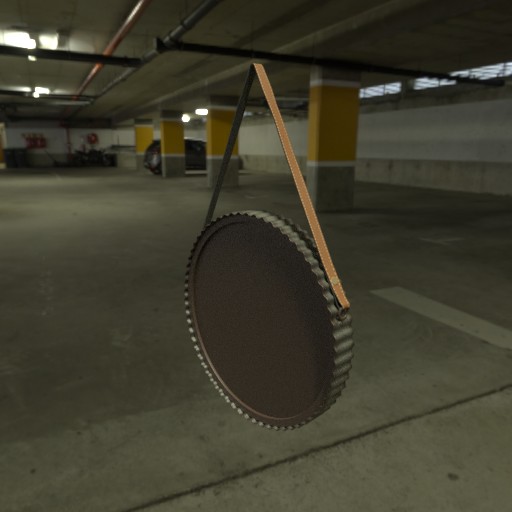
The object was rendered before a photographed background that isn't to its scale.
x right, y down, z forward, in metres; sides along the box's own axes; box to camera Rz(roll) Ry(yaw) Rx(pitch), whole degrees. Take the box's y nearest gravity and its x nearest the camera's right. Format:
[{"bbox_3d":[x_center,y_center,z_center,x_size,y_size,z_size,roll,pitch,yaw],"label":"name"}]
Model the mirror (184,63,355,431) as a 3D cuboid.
[{"bbox_3d":[0.000,0.000,0.702,0.042,0.568,0.355,-12,18,-42],"label":"mirror"}]
